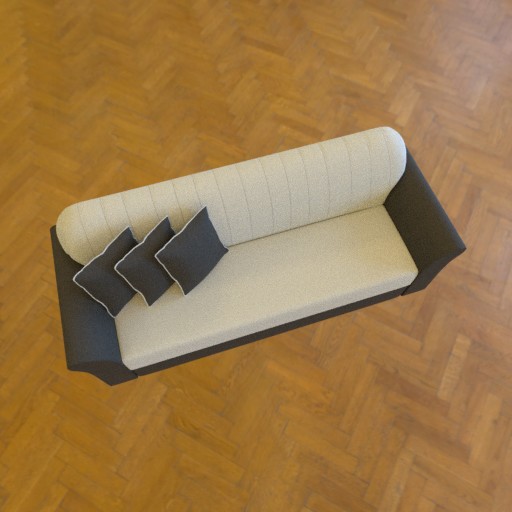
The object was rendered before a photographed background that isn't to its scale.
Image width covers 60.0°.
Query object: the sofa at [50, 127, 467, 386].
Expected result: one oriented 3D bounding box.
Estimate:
[{"bbox_3d":[0.000,0.000,2.435,2.001,0.787,0.755,-16,64,-8],"label":"sofa"}]
